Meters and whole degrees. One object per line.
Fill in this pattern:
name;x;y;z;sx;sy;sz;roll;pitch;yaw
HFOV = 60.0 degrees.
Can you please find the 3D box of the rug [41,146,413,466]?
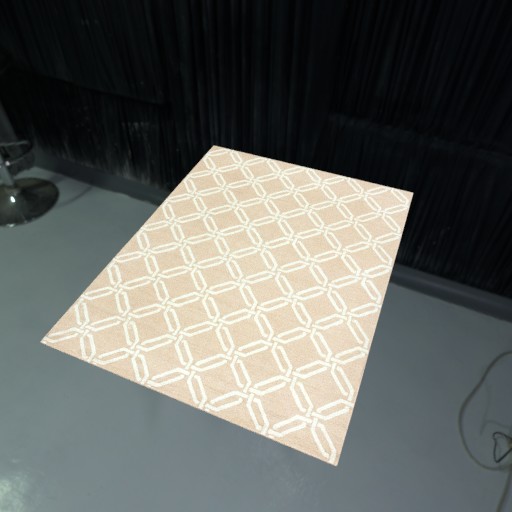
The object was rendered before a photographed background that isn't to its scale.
rug;0.000;0.000;3.930;2.288;0.018;2.895;17;49;16
